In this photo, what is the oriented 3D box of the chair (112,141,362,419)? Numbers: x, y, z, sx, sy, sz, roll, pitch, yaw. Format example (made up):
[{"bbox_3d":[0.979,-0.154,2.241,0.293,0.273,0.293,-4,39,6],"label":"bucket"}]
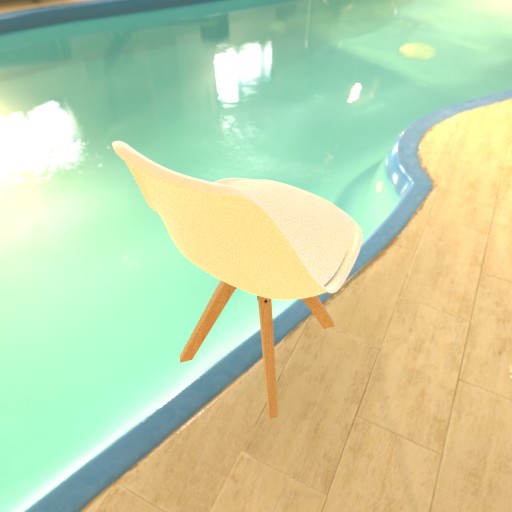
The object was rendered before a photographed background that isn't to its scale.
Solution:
[{"bbox_3d":[0.000,0.000,1.144,0.485,0.849,0.550,25,51,22],"label":"chair"}]
